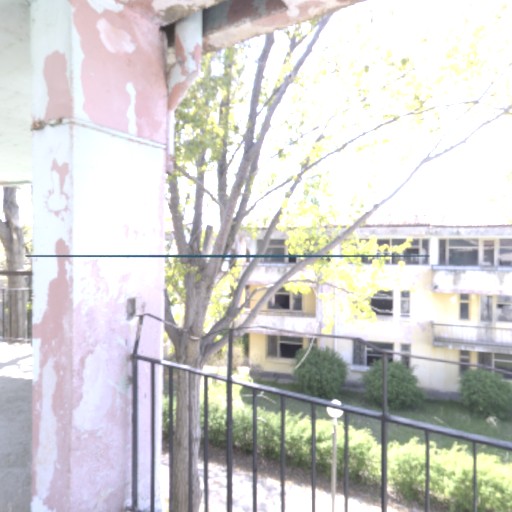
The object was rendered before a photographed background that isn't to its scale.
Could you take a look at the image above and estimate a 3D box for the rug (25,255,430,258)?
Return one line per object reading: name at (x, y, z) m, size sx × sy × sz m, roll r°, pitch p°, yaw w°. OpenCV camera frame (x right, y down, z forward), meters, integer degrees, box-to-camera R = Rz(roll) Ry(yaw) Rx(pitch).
rug at (0.000, 0.000, 4.009) m, size 2.226 × 0.015 × 3.044 m, roll 0°, pitch 0°, yaw 36°
